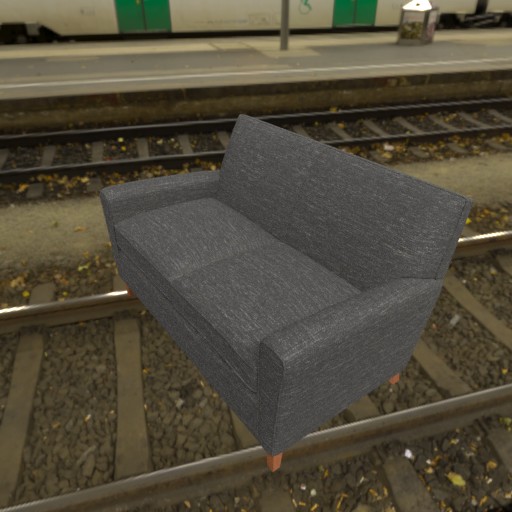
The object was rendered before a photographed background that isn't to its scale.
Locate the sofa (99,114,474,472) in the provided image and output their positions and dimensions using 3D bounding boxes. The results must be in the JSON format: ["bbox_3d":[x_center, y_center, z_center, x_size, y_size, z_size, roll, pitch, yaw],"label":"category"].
[{"bbox_3d":[0.000,0.000,1.972,0.875,0.846,1.420,-22,38,-30],"label":"sofa"}]
